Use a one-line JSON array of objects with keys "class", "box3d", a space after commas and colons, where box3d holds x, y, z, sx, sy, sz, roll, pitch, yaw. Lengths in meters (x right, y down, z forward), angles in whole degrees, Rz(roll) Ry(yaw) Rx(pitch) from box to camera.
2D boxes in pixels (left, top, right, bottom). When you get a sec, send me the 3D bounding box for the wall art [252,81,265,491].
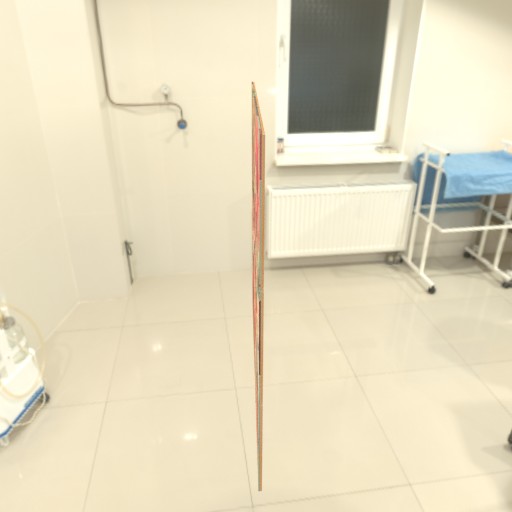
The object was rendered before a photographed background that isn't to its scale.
[{"class": "wall art", "box3d": [0.000, 0.000, 1.810, 0.013, 1.220, 1.216, -1, 27, -1]}]
